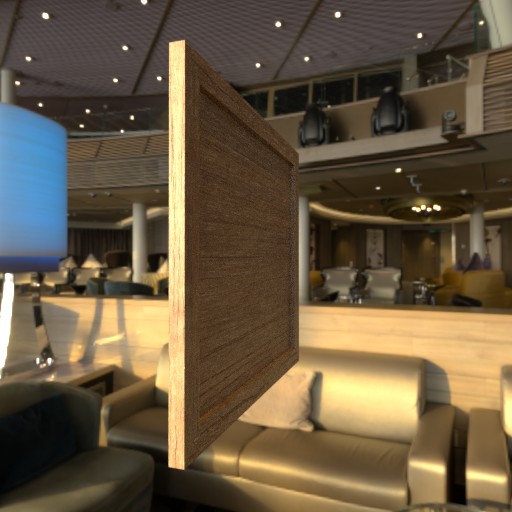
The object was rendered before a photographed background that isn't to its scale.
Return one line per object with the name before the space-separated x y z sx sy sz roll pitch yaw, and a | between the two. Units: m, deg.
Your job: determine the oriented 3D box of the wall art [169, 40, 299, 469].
wall art | 0.000 0.000 0.937 0.026 0.588 0.690 0 -1 19
